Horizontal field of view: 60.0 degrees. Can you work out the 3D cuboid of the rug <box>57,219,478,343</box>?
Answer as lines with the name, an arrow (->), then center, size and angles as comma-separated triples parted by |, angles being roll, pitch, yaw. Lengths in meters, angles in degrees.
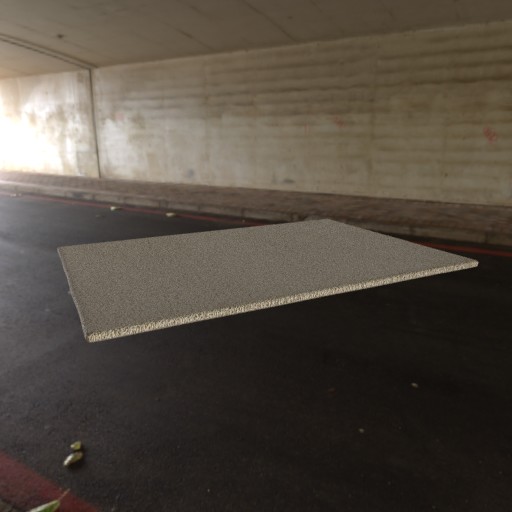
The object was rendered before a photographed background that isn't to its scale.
rug -> 0.000, 0.000, 2.250 | 1.778, 0.030, 1.219 | -8, 17, -26
